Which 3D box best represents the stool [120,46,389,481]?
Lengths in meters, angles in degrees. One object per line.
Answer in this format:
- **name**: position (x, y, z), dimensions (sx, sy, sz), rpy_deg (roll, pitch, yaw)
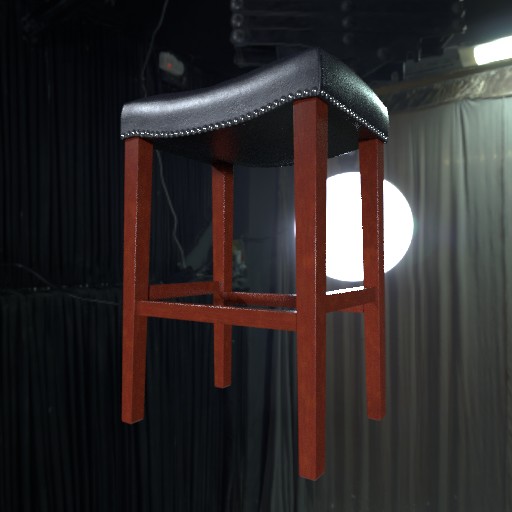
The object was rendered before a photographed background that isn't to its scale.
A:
- **stool**: position (0.000, 0.000, 1.010), dimensions (0.504, 0.742, 0.372), rpy_deg (0, 0, 34)
